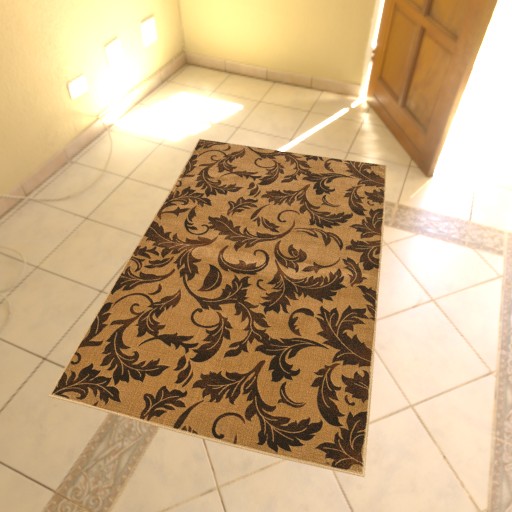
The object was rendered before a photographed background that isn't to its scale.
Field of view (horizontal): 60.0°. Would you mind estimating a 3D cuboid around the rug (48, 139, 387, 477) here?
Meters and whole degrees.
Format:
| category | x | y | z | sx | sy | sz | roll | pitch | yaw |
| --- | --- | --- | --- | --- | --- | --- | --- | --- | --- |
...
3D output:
| category | x | y | z | sx | sy | sz | roll | pitch | yaw |
| --- | --- | --- | --- | --- | --- | --- | --- | --- | --- |
| rug | 0.000 | 0.000 | 2.757 | 1.522 | 0.008 | 2.284 | 10 | 49 | 9 |
